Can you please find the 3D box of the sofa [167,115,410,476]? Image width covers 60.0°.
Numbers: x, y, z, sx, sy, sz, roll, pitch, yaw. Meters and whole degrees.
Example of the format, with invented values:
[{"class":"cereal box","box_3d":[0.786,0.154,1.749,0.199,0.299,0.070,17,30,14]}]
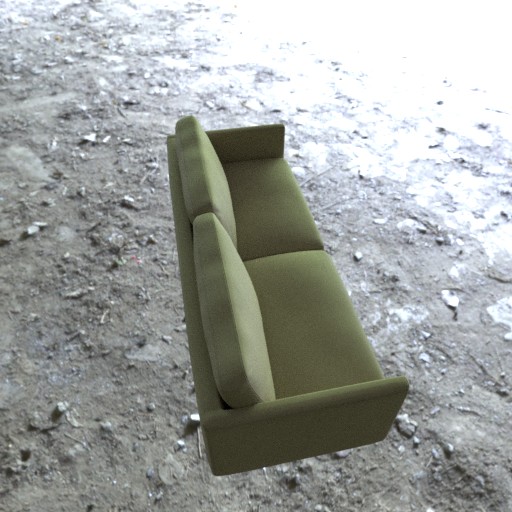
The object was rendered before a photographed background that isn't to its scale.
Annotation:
[{"class":"sofa","box_3d":[0.000,0.000,2.894,0.988,0.912,2.404,-8,47,-8]}]
